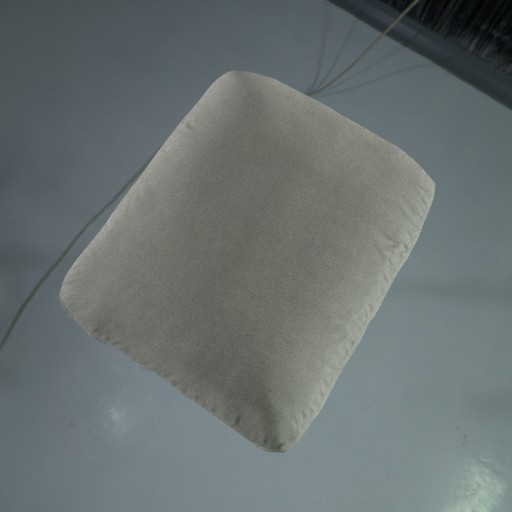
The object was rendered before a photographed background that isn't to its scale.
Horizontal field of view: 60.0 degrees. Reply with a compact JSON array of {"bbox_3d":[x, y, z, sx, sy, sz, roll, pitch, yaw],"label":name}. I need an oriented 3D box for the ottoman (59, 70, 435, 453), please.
[{"bbox_3d":[0.000,0.000,1.059,0.584,0.480,0.712,32,78,7],"label":"ottoman"}]
